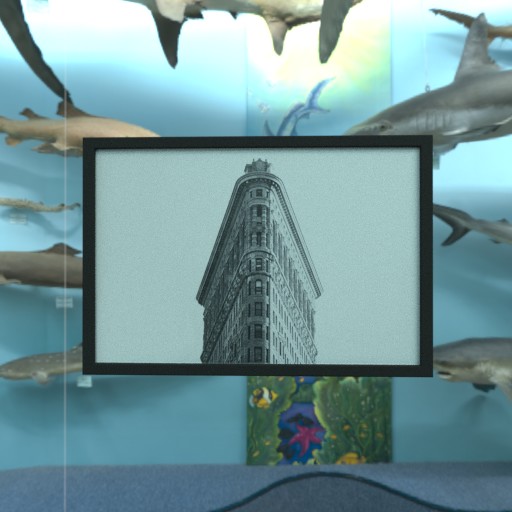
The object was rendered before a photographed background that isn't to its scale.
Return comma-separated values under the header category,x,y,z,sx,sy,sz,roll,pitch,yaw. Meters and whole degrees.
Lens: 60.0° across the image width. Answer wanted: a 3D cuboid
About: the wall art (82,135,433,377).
category,x,y,z,sx,sy,sz,roll,pitch,yaw
wall art,0.000,0.000,1.223,0.958,0.656,0.026,0,0,2
